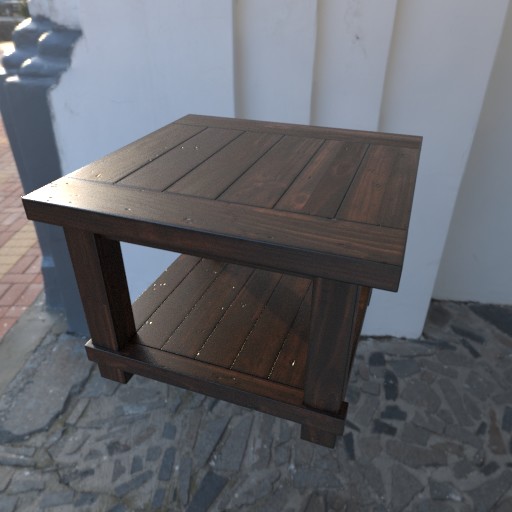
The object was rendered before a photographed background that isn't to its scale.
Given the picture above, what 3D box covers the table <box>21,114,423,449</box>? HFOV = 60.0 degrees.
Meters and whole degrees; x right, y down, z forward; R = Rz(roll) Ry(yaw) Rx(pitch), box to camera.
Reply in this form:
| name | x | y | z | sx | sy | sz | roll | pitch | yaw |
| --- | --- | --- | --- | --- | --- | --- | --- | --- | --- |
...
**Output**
| name | x | y | z | sx | sy | sz | roll | pitch | yaw |
| --- | --- | --- | --- | --- | --- | --- | --- | --- | --- |
| table | 0.000 | 0.000 | 0.990 | 0.606 | 0.437 | 0.593 | 11 | 33 | 17 |
